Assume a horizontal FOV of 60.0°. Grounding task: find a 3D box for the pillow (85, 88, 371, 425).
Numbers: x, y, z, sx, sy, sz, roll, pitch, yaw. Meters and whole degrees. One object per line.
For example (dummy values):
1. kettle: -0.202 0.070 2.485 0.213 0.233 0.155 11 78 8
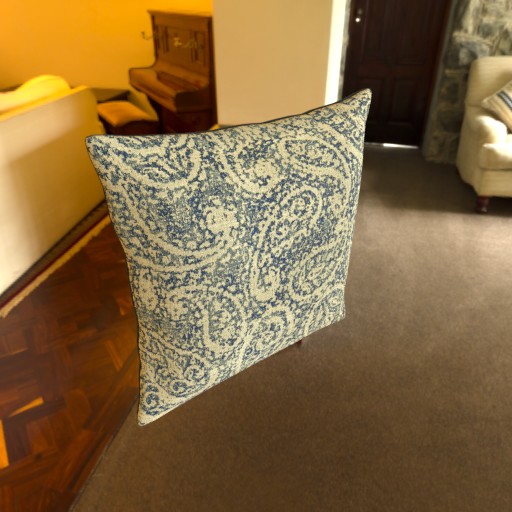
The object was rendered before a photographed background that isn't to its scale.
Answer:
1. pillow: 0.000 0.000 0.787 0.523 0.510 0.166 -21 37 -31
